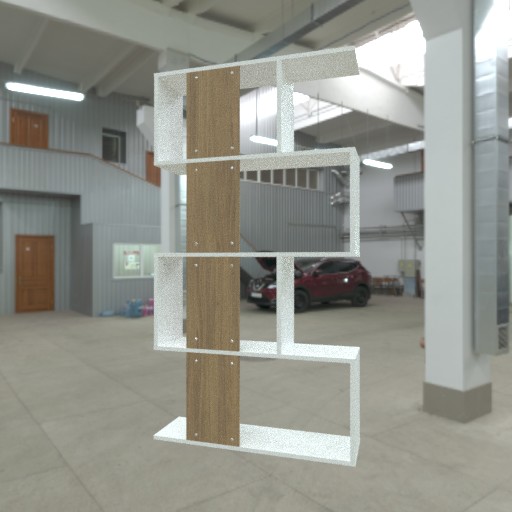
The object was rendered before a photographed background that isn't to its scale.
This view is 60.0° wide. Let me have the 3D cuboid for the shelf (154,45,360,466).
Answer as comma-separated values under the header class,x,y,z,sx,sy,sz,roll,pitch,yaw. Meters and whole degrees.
class,x,y,z,sx,sy,sz,roll,pitch,yaw
shelf,0.000,0.000,1.985,0.890,1.650,0.250,0,0,17
